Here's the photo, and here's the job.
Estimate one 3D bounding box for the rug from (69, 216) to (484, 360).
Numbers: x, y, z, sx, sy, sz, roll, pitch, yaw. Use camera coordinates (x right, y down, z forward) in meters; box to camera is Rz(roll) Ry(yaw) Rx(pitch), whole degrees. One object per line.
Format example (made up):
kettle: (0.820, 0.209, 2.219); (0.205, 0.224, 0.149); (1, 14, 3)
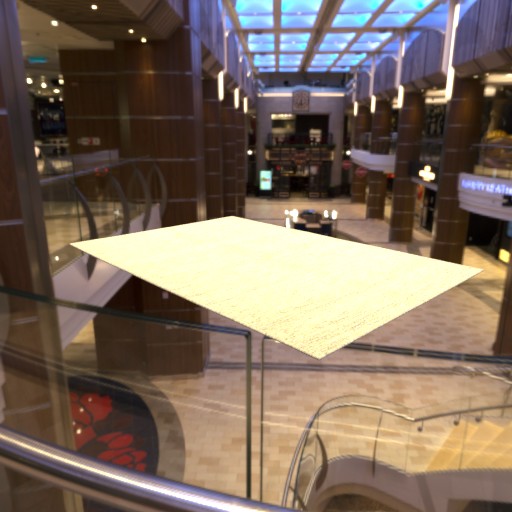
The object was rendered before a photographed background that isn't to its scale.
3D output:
rug: (0.000, 0.000, 2.347); (1.250, 0.015, 1.850); (-15, 21, -41)
